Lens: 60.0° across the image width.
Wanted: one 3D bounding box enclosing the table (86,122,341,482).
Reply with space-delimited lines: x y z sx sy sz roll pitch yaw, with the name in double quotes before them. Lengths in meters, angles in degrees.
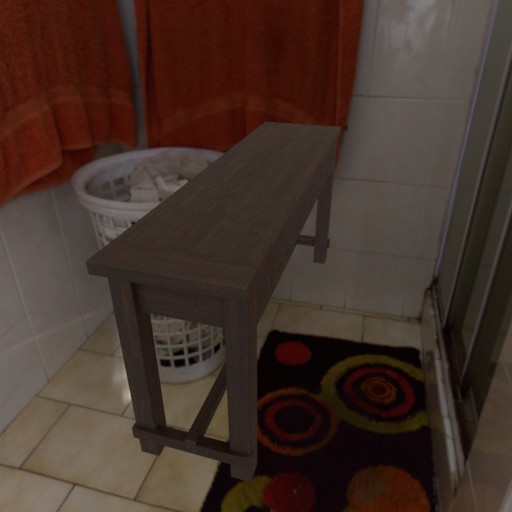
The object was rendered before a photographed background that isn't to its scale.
"table" 0.000 0.000 1.883 0.442 0.762 1.599 8 30 15
